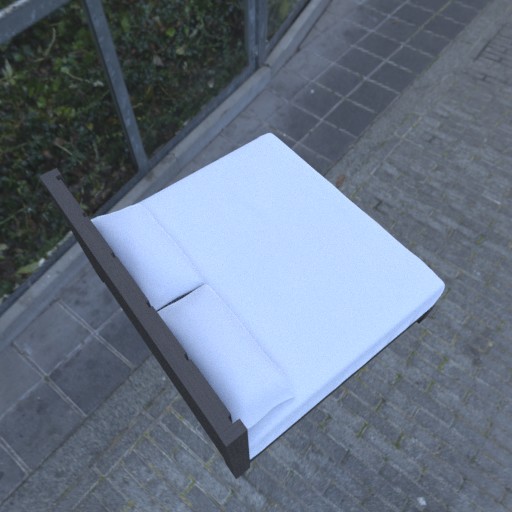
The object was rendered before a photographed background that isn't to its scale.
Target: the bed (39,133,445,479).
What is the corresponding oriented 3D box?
[{"bbox_3d":[0.000,0.000,3.372,2.012,1.270,2.134,-33,63,-19],"label":"bed"}]
